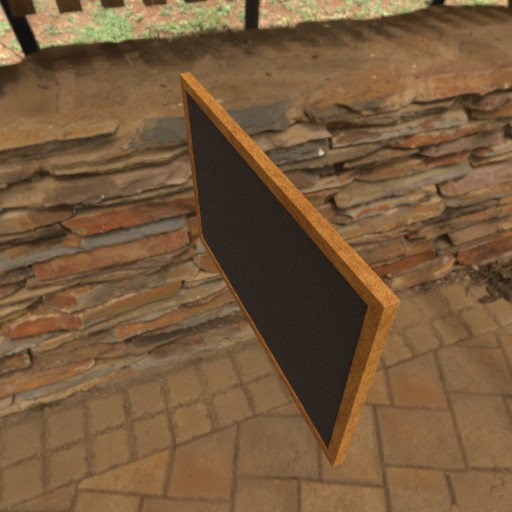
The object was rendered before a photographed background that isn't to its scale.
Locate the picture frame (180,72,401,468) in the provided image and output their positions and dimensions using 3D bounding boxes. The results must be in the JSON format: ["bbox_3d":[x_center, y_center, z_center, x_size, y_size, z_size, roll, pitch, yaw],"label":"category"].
[{"bbox_3d":[0.000,0.000,1.162,0.029,0.621,0.922,-19,48,-18],"label":"picture frame"}]
